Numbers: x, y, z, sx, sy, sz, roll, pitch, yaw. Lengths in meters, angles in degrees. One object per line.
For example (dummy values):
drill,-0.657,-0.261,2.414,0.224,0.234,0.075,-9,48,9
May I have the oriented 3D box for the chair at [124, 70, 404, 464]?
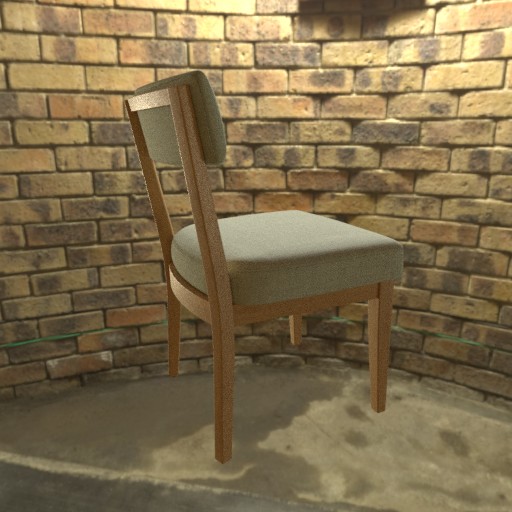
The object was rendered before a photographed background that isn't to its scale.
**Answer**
chair,0.000,0.000,1.159,0.572,0.832,0.508,-8,18,-25
